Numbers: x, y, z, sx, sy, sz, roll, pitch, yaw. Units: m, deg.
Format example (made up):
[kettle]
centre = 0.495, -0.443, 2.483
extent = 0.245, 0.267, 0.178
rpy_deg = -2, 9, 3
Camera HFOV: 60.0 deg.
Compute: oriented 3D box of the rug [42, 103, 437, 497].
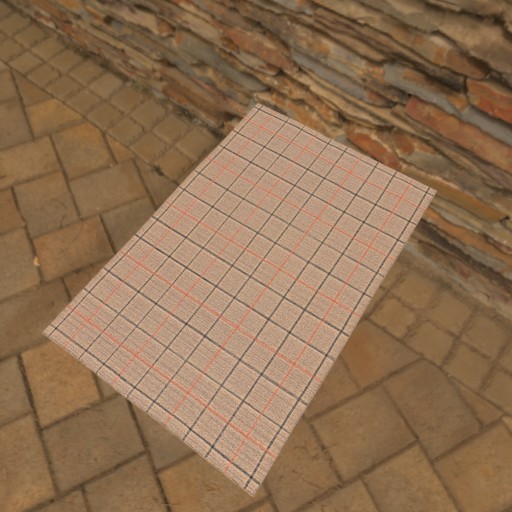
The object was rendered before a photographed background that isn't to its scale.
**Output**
[rug]
centre = 0.000, 0.000, 2.300
extent = 1.220, 0.013, 1.829
rpy_deg = 31, 66, 15
